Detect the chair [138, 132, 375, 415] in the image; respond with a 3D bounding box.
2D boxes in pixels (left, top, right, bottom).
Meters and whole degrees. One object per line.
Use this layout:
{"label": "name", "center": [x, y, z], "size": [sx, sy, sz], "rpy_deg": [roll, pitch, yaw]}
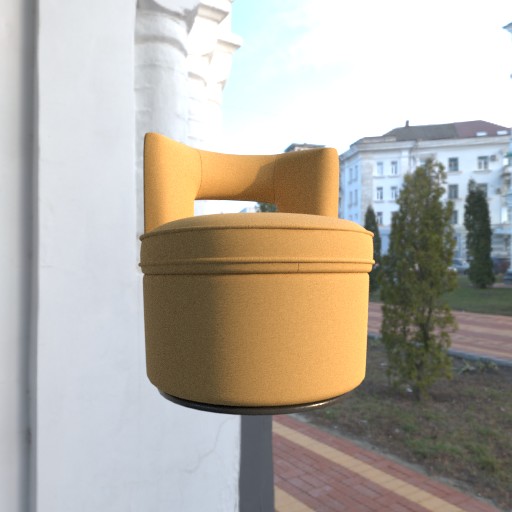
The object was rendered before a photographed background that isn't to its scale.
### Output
{"label": "chair", "center": [0.000, 0.000, 1.268], "size": [0.650, 0.723, 0.665], "rpy_deg": [0, -1, -17]}
